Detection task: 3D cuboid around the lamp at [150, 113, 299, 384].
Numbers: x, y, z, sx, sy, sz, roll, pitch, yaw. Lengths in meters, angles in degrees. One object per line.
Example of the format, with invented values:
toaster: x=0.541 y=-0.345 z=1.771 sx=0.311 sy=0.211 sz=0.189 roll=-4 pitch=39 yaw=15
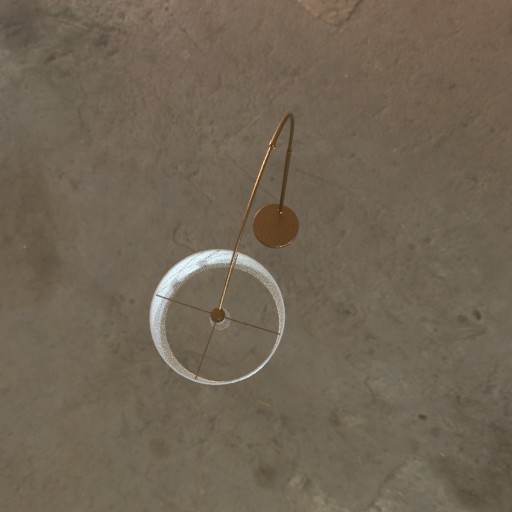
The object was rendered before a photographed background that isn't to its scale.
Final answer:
lamp: x=0.000 y=0.000 z=2.544 sx=0.493 sy=1.927 sz=1.434 roll=17 pitch=75 yaw=5
